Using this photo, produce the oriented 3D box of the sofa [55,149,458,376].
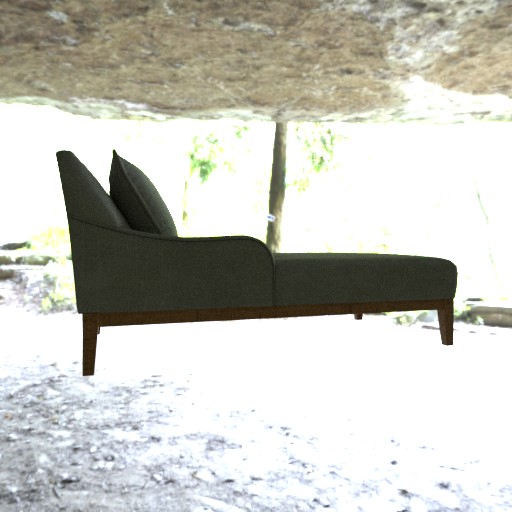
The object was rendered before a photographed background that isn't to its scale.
[{"bbox_3d":[0.000,0.000,2.266,1.779,0.859,0.894,0,1,-18],"label":"sofa"}]
